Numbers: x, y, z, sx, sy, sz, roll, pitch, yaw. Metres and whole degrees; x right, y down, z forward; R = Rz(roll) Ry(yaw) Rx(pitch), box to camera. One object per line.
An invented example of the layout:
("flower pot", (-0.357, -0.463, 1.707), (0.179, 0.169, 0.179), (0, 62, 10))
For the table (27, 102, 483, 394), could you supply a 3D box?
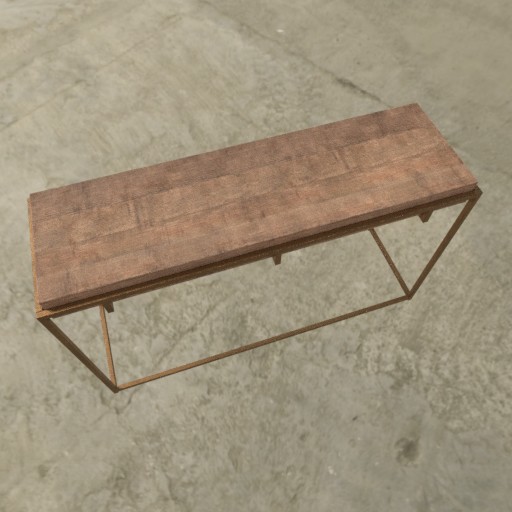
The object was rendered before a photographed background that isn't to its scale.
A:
("table", (0.000, 0.000, 1.742), (1.400, 0.820, 0.440), (-16, 60, -9))
